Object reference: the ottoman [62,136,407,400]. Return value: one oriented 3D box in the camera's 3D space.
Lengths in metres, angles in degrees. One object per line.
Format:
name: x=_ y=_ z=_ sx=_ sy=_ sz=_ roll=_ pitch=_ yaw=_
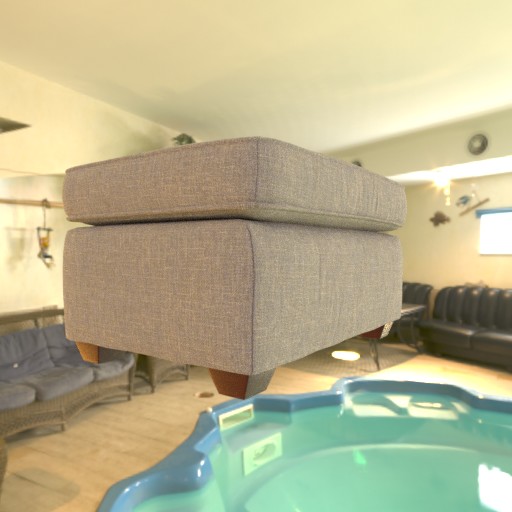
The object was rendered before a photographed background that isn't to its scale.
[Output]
ottoman: x=0.000 y=0.000 z=1.115 sx=0.559 sy=0.457 sz=0.762 roll=0 pitch=1 yaw=36
